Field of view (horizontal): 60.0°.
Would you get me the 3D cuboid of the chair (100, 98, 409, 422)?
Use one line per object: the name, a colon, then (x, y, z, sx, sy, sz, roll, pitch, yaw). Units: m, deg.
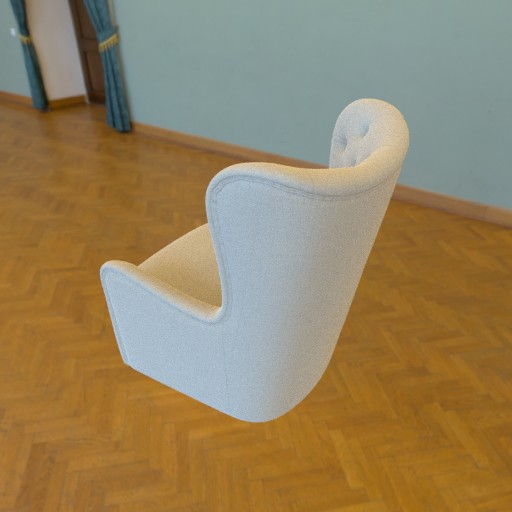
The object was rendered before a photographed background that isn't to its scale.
chair: (0.000, 0.000, 1.699, 0.929, 1.079, 0.831, 19, 37, 28)
